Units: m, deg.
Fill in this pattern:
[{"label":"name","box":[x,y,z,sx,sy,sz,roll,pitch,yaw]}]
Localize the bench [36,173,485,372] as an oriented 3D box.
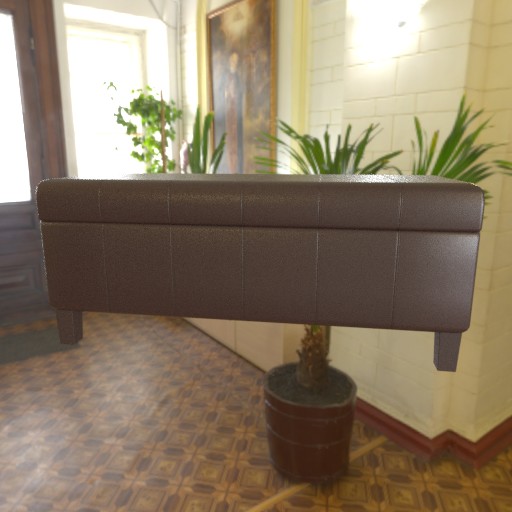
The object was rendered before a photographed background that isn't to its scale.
[{"label":"bench","box":[0.000,0.000,1.300,1.092,0.457,0.429,2,13,9]}]
